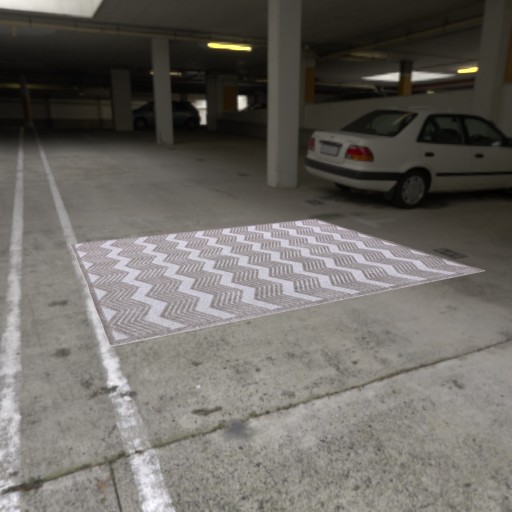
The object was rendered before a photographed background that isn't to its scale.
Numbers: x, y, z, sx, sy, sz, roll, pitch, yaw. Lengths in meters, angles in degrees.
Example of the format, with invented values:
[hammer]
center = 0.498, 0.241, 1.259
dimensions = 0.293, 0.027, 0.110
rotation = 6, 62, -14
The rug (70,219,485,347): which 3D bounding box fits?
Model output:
[rug]
center = 0.000, 0.000, 3.928
dimensions = 2.880, 0.005, 2.391
rotation = -8, 18, -25
